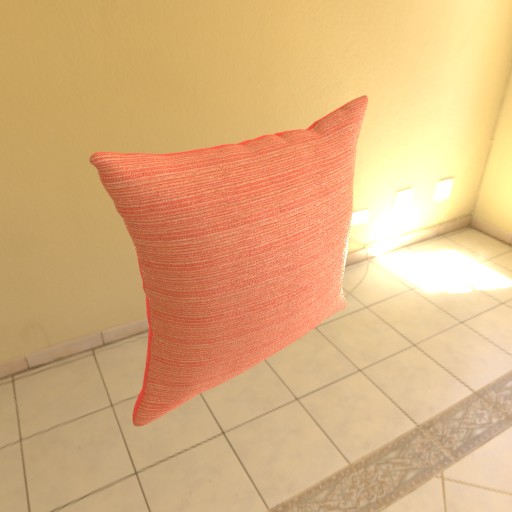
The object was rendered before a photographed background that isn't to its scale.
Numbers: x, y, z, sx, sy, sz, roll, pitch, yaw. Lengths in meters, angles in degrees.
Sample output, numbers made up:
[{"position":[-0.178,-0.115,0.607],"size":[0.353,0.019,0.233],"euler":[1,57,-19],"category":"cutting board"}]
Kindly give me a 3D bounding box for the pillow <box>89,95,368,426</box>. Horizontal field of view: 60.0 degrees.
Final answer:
[{"position":[0.000,0.000,0.814],"size":[0.559,0.501,0.229],"euler":[-23,38,-33],"category":"pillow"}]
